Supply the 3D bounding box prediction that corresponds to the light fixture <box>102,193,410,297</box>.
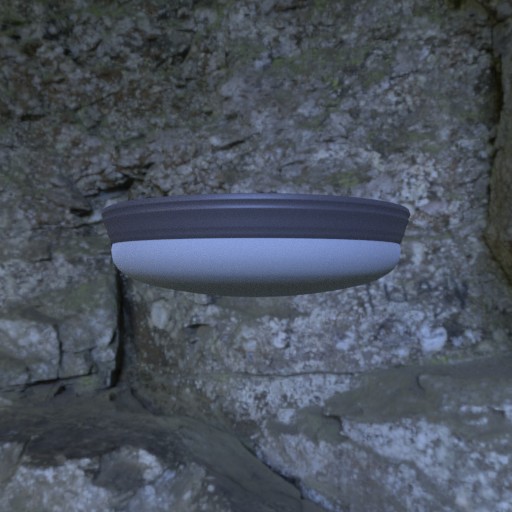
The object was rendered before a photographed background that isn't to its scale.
[{"bbox_3d":[0.000,0.000,0.558,0.368,0.100,0.368,0,-1,0],"label":"light fixture"}]
